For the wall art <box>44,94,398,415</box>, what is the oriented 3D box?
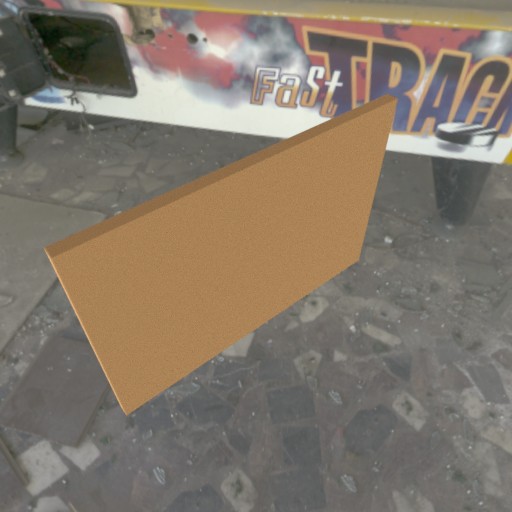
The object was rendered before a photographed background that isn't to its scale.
[{"bbox_3d":[0.000,0.000,1.175,0.915,0.608,0.033,-30,53,-26],"label":"wall art"}]
